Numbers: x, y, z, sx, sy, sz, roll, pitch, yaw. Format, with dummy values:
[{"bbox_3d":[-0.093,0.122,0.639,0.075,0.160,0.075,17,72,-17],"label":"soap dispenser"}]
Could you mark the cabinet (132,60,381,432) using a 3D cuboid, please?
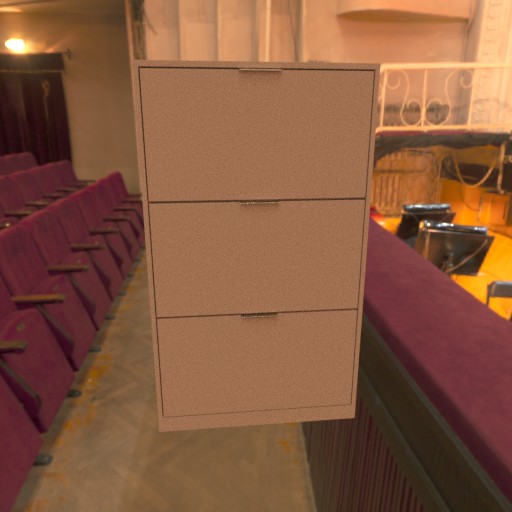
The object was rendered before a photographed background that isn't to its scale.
[{"bbox_3d":[0.000,0.000,1.615,0.750,1.280,0.250,-2,17,-6],"label":"cabinet"}]
